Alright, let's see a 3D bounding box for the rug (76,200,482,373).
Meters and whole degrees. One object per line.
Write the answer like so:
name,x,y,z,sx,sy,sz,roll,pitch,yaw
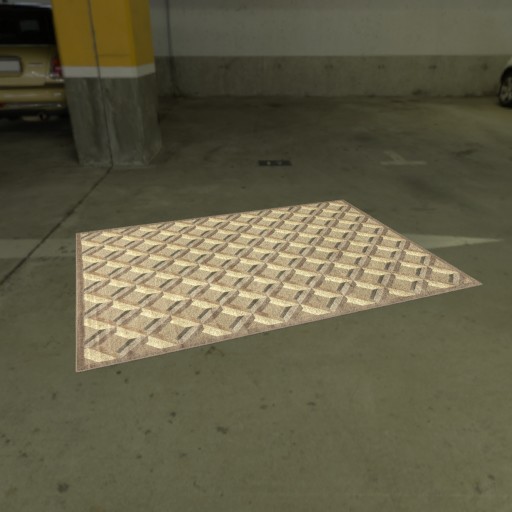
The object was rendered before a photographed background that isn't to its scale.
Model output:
rug,0.000,0.000,4.311,3.294,0.018,2.382,-9,28,-18
